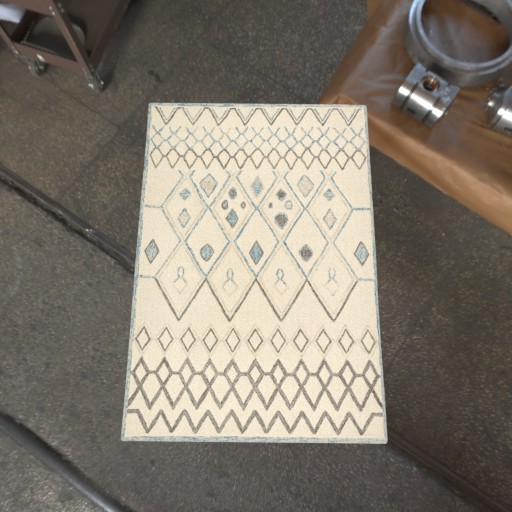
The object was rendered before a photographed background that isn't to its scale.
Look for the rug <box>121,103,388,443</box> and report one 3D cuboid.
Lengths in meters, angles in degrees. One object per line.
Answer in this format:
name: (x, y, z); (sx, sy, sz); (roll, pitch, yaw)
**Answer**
rug: (0.000, 0.000, 2.329); (1.260, 0.009, 1.820); (1, 75, 0)
